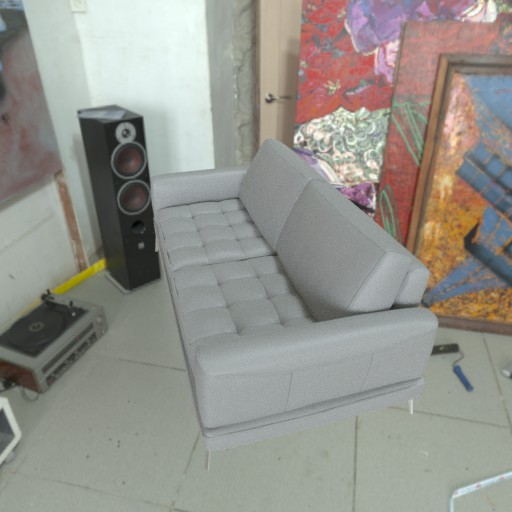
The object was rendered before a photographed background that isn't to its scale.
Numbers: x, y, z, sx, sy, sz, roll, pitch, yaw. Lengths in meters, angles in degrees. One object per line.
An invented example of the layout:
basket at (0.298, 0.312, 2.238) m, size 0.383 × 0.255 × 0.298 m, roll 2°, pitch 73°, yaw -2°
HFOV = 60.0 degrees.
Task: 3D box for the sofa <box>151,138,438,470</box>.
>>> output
sofa at (0.000, 0.000, 2.721) m, size 1.121 × 0.930 × 2.177 m, roll -9°, pitch 33°, yaw -14°
